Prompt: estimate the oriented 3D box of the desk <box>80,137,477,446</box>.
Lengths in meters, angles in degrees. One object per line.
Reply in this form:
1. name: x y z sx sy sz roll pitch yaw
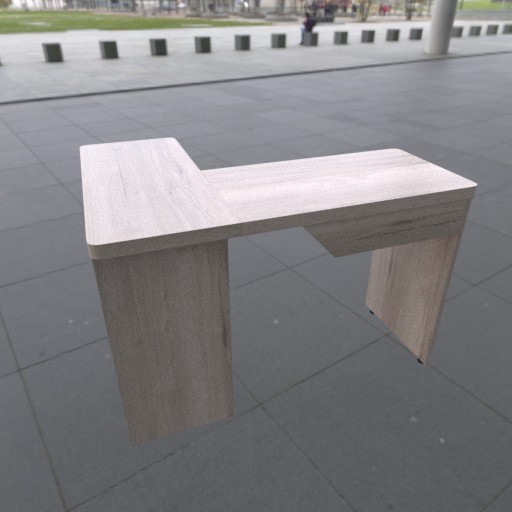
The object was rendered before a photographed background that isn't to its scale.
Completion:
1. desk: 0.000 0.000 1.763 1.169 0.760 0.900 -10 31 -17
